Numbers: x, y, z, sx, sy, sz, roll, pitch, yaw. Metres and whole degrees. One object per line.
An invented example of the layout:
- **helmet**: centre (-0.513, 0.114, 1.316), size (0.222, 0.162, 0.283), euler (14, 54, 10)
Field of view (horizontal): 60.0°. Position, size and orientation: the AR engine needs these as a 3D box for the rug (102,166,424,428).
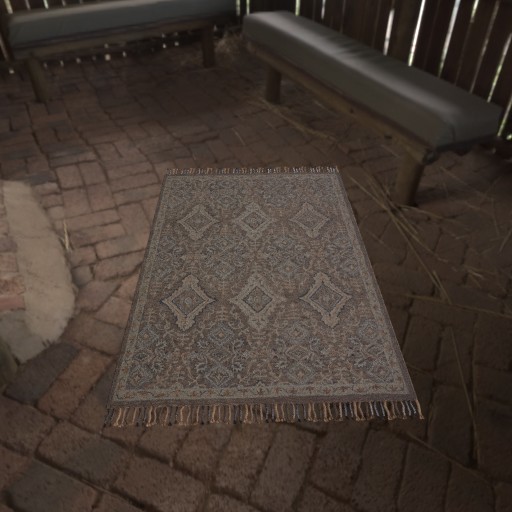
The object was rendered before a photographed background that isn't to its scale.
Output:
- **rug**: centre (0.000, 0.000, 3.005), size (1.516, 0.010, 2.434), euler (-1, 40, -1)
